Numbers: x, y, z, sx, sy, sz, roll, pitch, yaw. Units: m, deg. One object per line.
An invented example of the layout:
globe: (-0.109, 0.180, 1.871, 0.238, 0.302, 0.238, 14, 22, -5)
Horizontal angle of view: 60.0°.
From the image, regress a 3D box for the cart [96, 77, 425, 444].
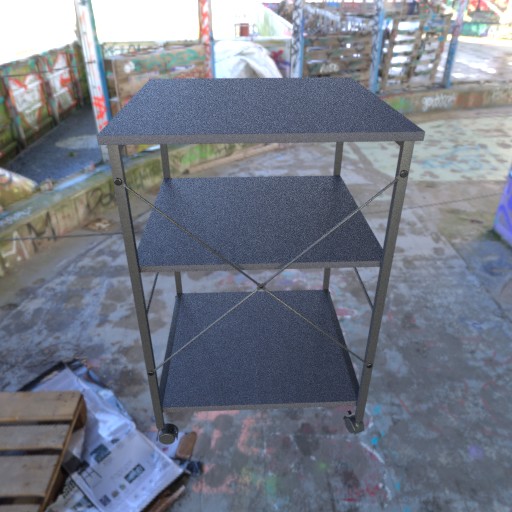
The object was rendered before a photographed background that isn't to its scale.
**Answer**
cart: (0.000, 0.000, 1.118, 0.521, 0.762, 0.520, -1, 31, -2)
